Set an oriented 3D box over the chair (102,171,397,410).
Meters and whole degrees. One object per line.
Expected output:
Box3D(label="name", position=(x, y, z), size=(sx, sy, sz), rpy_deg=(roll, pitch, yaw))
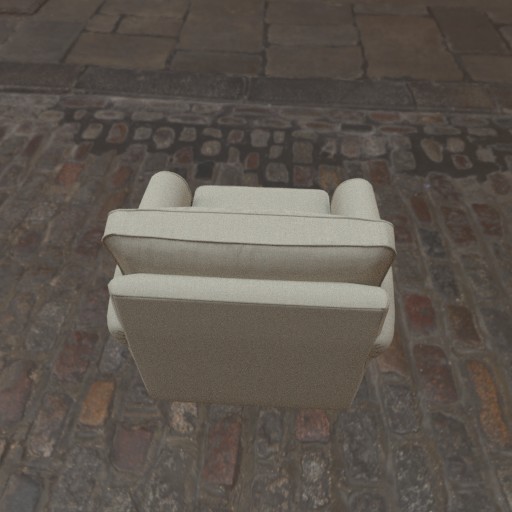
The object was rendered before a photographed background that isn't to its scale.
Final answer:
Box3D(label="chair", position=(0.000, 0.000, 1.831), size=(1.029, 0.967, 0.966), rpy_deg=(3, 48, 2))
